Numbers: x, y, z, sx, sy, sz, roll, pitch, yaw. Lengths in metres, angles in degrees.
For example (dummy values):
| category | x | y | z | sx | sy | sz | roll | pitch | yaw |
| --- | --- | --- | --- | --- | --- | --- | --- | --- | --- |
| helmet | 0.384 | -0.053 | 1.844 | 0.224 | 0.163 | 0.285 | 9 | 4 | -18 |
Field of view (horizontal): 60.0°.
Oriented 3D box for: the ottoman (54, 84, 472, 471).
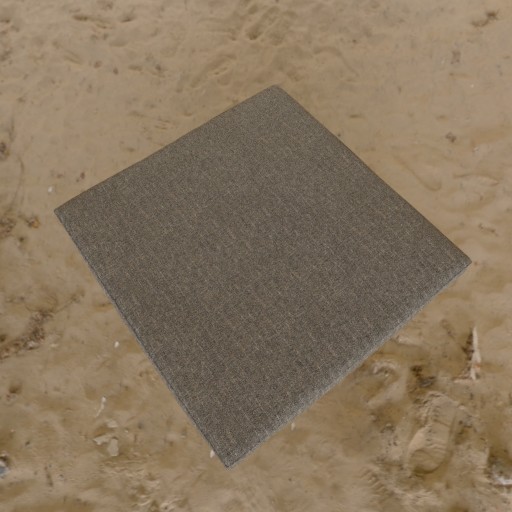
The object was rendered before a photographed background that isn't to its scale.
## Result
| category | x | y | z | sx | sy | sz | roll | pitch | yaw |
| --- | --- | --- | --- | --- | --- | --- | --- | --- | --- |
| ottoman | 0.000 | 0.000 | 1.573 | 0.981 | 0.379 | 1.016 | -35 | 68 | -16 |
